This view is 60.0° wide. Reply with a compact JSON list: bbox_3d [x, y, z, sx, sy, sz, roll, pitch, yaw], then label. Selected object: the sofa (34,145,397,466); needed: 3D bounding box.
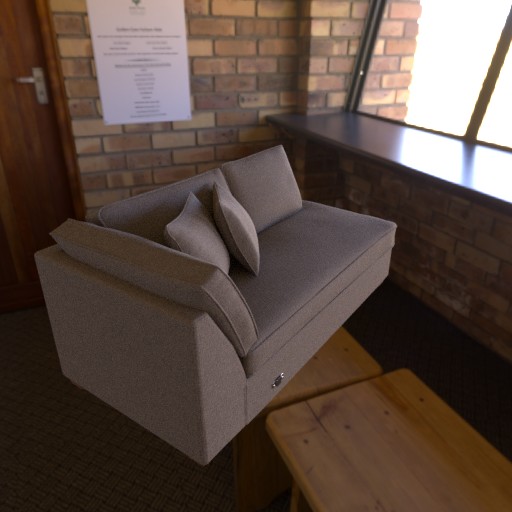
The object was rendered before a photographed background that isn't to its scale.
[{"bbox_3d":[0.000,0.000,2.821,1.110,1.033,2.237,17,31,32],"label":"sofa"}]
